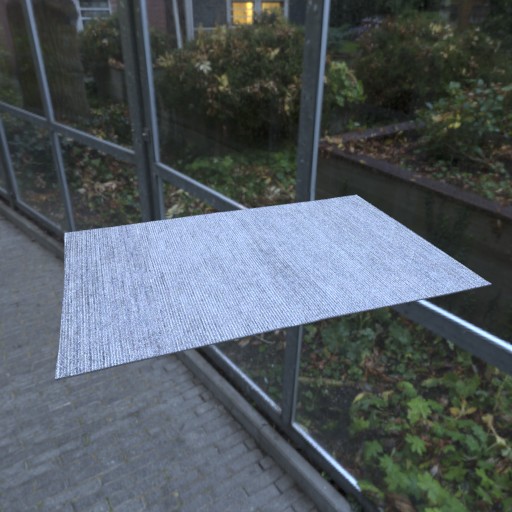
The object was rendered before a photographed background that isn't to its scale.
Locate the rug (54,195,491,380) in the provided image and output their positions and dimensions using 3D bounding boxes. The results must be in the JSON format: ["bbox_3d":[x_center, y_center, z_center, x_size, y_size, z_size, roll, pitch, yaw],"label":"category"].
[{"bbox_3d":[0.000,0.000,2.160,1.789,0.021,1.159,-9,30,-16],"label":"rug"}]
